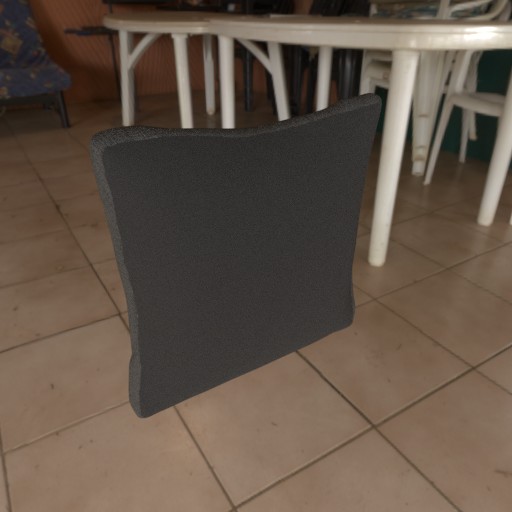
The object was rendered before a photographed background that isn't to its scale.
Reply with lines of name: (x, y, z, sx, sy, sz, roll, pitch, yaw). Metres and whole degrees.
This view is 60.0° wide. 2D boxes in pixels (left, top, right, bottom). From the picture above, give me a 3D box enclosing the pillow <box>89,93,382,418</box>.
pillow: (0.000, 0.000, 0.806, 0.533, 0.523, 0.210, -18, 34, -28)
